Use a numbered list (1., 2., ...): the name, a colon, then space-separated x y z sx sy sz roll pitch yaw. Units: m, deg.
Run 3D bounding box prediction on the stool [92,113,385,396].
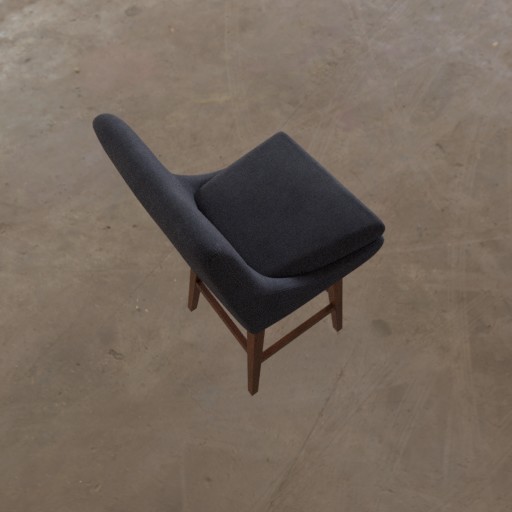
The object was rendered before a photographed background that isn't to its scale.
1. stool: 0.000 0.000 1.361 0.572 1.068 0.489 -32 64 -18
